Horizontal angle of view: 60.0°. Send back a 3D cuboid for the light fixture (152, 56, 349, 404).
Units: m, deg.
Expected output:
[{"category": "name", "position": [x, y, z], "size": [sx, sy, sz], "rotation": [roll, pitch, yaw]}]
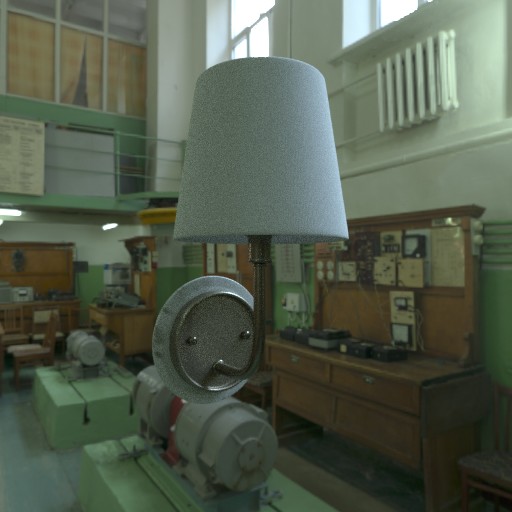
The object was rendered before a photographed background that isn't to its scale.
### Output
[{"category": "light fixture", "position": [0.000, 0.000, 0.443], "size": [0.168, 0.337, 0.188], "rotation": [1, -1, -34]}]
